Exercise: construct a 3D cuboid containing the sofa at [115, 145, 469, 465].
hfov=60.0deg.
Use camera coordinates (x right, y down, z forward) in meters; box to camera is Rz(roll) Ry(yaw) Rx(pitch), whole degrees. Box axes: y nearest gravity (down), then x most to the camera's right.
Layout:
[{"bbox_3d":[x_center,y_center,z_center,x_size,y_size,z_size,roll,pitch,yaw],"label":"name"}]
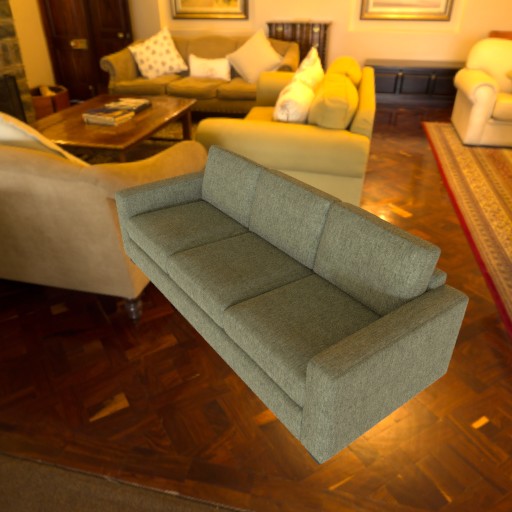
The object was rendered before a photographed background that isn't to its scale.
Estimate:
[{"bbox_3d":[0.000,0.000,2.635,0.900,0.800,2.160,-21,37,-30],"label":"sofa"}]
